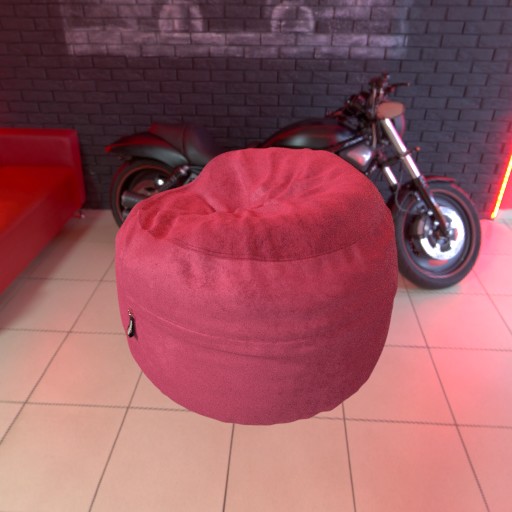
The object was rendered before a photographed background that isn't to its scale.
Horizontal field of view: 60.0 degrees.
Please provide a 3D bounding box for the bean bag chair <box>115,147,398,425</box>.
[{"bbox_3d":[0.000,0.000,1.956,1.218,0.788,1.218,0,32,0],"label":"bean bag chair"}]
